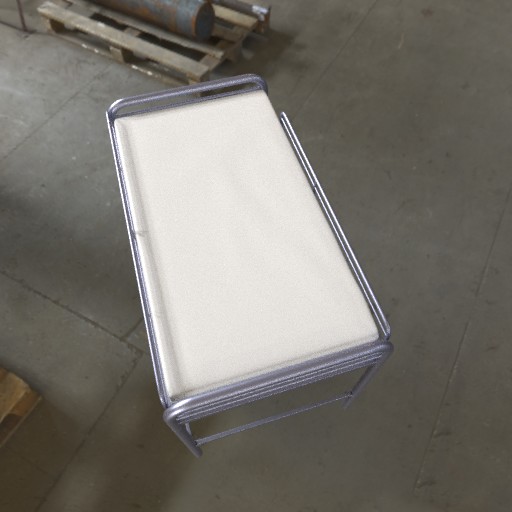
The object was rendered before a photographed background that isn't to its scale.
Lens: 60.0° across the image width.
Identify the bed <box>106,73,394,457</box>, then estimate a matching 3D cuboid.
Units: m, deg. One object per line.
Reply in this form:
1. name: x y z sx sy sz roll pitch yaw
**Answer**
1. bed: 0.000 0.000 2.915 1.415 1.288 1.965 -15 60 -9
